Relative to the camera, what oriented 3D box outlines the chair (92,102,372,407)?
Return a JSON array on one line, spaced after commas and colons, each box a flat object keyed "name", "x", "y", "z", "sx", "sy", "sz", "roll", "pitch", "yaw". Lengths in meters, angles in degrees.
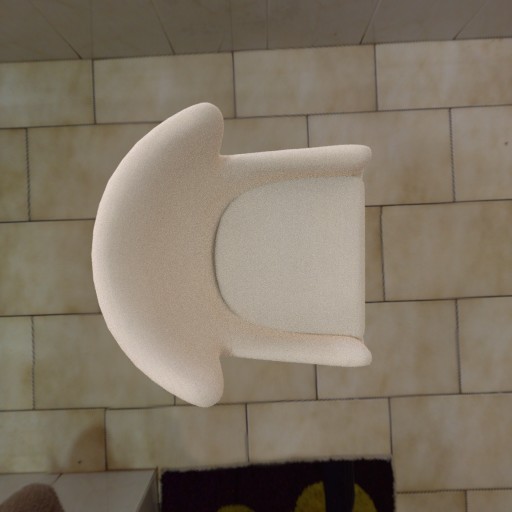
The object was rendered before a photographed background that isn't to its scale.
[{"name": "chair", "x": 0.000, "y": 0.000, "z": 1.473, "sx": 0.744, "sy": 0.990, "sz": 0.696, "roll": 0, "pitch": 90, "yaw": 1}]
